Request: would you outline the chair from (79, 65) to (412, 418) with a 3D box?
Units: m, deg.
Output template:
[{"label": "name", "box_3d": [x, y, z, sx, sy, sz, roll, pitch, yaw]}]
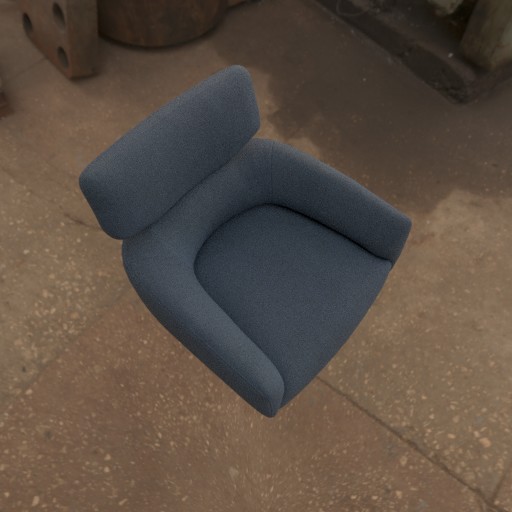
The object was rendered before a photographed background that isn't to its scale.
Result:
[{"label": "chair", "box_3d": [0.000, 0.000, 1.444, 0.761, 0.813, 0.738, 36, 65, 20]}]
